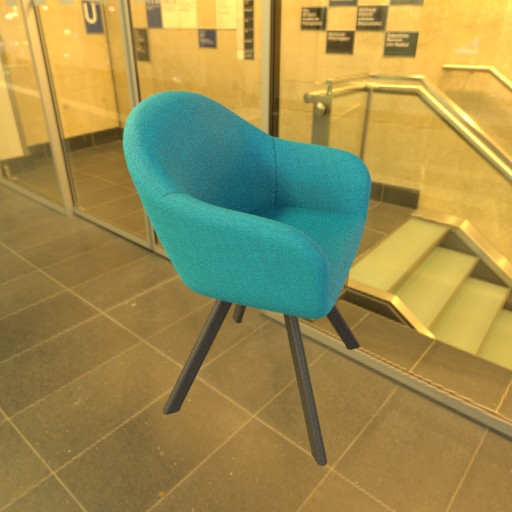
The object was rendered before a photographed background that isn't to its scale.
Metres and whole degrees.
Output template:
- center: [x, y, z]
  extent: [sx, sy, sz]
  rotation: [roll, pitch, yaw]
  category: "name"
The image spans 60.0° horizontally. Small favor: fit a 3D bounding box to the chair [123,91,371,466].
- center: [0.000, 0.000, 1.167]
  extent: [0.550, 0.795, 0.590]
  rotation: [10, 29, 19]
  category: "chair"
